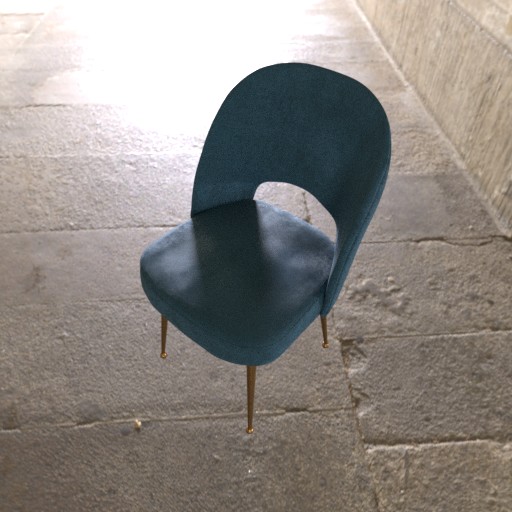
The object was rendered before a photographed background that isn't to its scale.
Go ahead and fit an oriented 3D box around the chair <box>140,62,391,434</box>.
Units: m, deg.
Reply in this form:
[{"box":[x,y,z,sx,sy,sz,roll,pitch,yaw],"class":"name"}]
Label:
[{"box":[0.000,0.000,1.239,0.527,0.860,0.577,32,54,27],"class":"chair"}]
